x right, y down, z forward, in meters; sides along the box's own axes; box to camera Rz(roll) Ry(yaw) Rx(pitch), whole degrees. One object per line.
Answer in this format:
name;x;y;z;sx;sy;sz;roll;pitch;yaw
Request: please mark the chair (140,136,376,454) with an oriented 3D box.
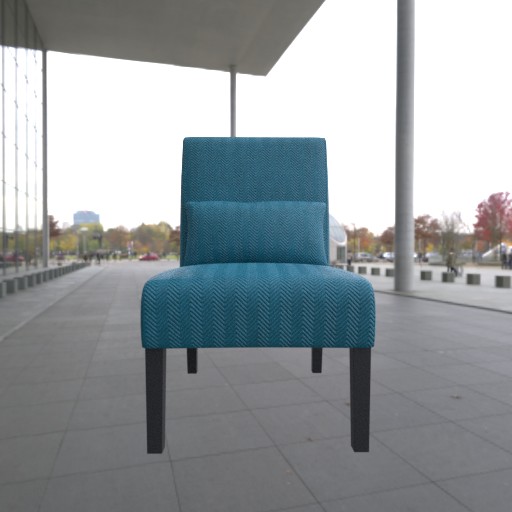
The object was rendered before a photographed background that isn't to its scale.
chair;0.000;0.000;1.425;0.579;0.927;0.808;0;0;-1
